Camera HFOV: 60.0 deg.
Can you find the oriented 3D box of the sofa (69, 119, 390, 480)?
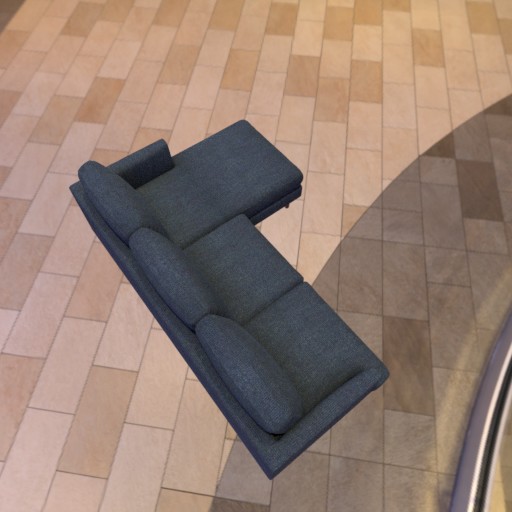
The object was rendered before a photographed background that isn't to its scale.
[{"bbox_3d":[0.000,0.000,2.973,1.504,0.956,2.233,-34,65,-18],"label":"sofa"}]
